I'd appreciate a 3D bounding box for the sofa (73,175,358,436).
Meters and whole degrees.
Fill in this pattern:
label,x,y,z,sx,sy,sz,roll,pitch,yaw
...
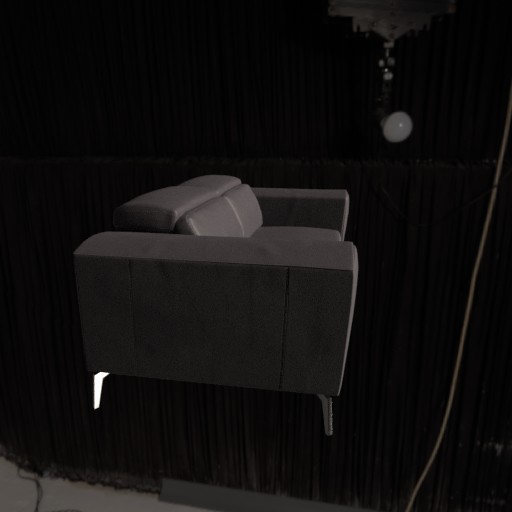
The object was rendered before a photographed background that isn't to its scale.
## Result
label,x,y,z,sx,sy,sz,roll,pitch,yaw
sofa,0.000,0.000,2.419,1.003,0.779,1.895,3,16,10
